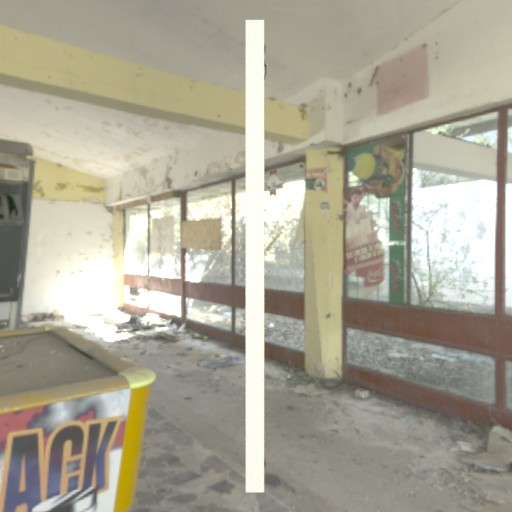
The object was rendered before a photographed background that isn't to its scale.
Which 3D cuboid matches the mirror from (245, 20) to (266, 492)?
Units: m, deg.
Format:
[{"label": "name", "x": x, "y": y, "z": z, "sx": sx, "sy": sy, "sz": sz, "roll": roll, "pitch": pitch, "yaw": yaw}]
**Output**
[{"label": "mirror", "x": 0.000, "y": 0.000, "z": 1.162, "sx": 0.041, "sy": 0.914, "sz": 0.609, "roll": 0, "pitch": 0, "yaw": 0}]
